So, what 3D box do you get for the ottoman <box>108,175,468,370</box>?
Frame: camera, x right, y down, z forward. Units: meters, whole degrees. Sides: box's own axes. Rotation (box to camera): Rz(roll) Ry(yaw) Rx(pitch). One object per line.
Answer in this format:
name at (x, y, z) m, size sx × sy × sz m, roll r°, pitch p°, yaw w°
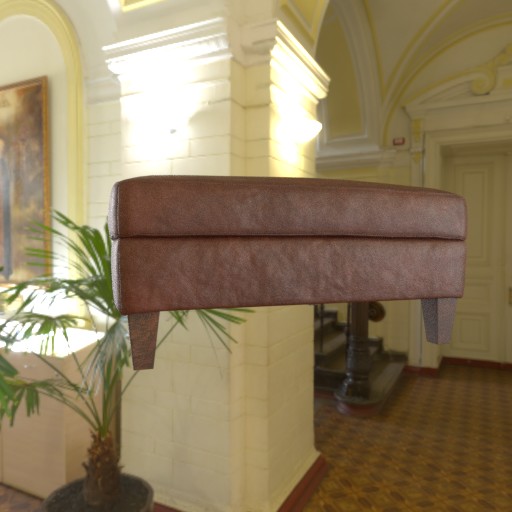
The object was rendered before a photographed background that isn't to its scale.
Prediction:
ottoman at (0.000, 0.000, 1.323) m, size 0.836 × 0.415 × 0.844 m, roll 0°, pitch 2°, yaw -18°
